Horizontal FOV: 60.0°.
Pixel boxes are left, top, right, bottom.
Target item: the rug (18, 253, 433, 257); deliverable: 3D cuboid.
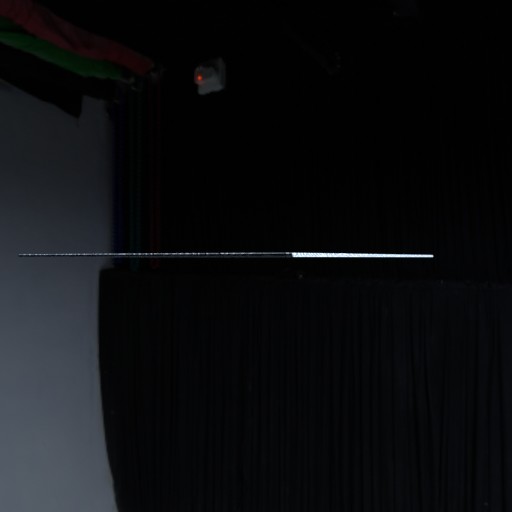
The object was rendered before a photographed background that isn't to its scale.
[{"bbox_3d":[0.000,0.000,4.052,2.456,0.021,3.042,0,0,34],"label":"rug"}]
